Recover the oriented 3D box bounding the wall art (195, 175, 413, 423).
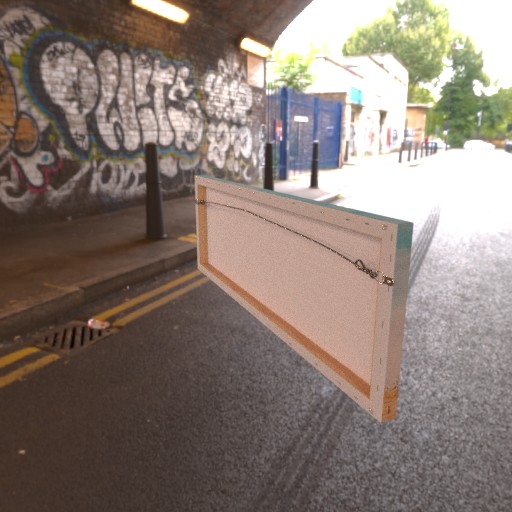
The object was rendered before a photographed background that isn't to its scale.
[{"bbox_3d":[0.000,0.000,0.853,0.044,0.254,0.759,-7,16,-24],"label":"wall art"}]
